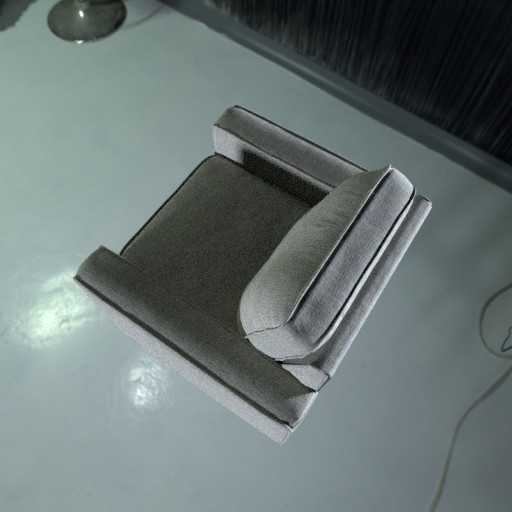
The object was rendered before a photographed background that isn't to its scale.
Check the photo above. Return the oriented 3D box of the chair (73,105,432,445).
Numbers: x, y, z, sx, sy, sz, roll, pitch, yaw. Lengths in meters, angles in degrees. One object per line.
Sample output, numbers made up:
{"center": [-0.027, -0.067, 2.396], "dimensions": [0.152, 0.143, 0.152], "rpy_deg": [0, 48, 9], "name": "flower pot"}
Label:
{"center": [0.000, 0.000, 1.742], "dimensions": [0.940, 0.914, 1.016], "rpy_deg": [31, 68, 14], "name": "chair"}
